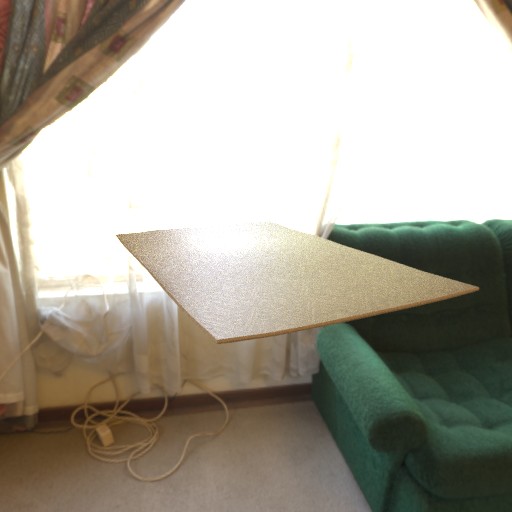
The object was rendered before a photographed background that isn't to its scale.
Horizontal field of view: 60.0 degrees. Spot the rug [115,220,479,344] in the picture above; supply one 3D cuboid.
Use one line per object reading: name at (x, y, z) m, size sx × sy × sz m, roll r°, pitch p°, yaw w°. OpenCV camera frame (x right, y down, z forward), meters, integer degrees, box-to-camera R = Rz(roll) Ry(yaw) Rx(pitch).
rug at (0.000, 0.000, 3.150) m, size 1.553 × 0.053 × 2.430 m, roll -7°, pitch 16°, yaw -25°
